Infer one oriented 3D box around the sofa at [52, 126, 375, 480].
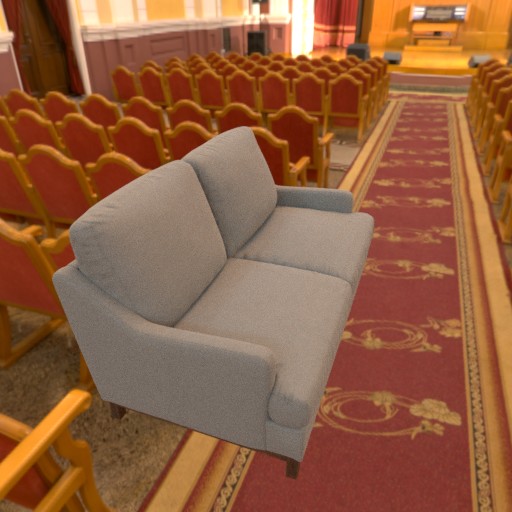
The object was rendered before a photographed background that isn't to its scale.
[{"bbox_3d":[0.000,0.000,2.174,0.987,0.921,1.589,11,31,18],"label":"sofa"}]
